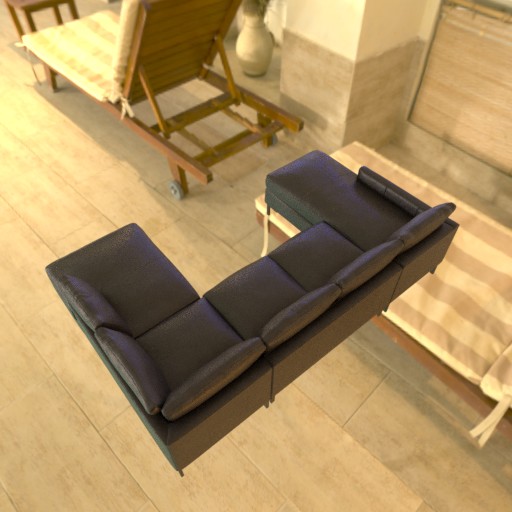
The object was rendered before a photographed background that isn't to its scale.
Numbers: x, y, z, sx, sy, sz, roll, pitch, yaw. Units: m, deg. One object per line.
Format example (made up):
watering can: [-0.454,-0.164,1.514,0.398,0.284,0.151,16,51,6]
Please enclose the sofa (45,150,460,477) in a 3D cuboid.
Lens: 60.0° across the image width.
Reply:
sofa: [0.000,0.000,3.810,2.956,0.900,1.939,-32,56,-25]
